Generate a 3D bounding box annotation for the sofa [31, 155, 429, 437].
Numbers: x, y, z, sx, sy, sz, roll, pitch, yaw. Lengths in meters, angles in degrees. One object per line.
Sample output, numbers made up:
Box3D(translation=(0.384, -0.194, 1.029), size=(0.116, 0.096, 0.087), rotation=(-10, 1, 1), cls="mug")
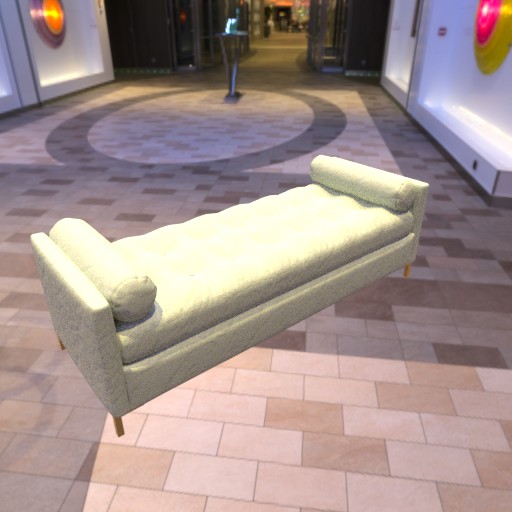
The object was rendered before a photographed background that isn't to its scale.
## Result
Box3D(translation=(0.000, 0.000, 2.492), size=(2.102, 0.705, 0.796), rotation=(-21, 35, -34), cls="sofa")
